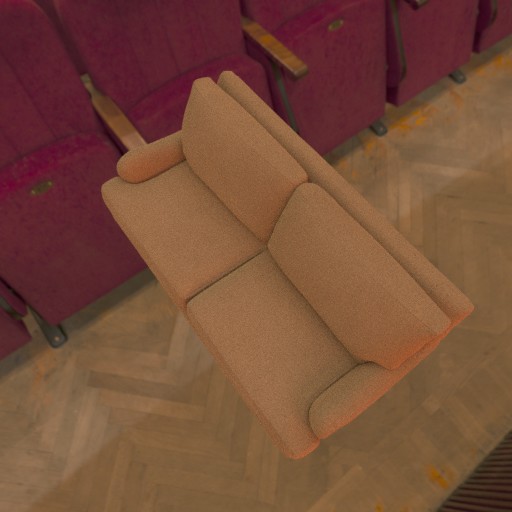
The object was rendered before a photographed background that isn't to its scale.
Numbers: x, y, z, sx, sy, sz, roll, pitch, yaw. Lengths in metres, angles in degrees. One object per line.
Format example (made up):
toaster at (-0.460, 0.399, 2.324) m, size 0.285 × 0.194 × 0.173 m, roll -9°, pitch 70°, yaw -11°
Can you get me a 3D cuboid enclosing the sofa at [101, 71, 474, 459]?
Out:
sofa at (0.000, 0.000, 2.655) m, size 1.091 × 0.997 × 2.070 m, roll -34°, pitch 68°, yaw -16°
